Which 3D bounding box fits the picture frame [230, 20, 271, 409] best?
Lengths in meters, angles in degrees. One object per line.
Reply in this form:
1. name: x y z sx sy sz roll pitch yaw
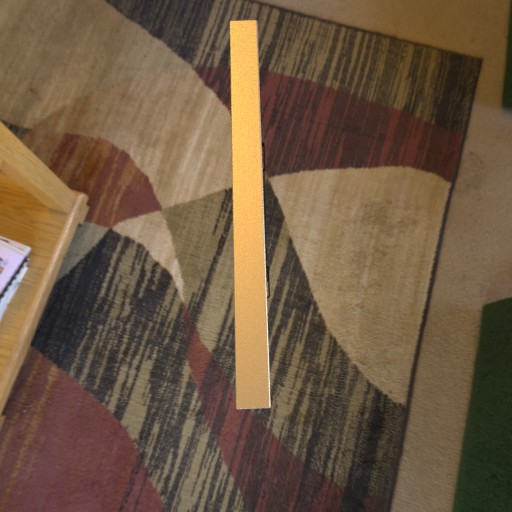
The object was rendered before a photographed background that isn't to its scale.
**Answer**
1. picture frame: 0.000 0.000 0.519 0.036 0.386 0.307 -2 76 0
